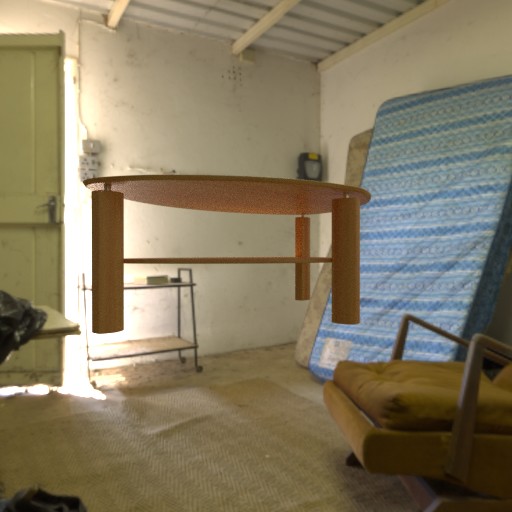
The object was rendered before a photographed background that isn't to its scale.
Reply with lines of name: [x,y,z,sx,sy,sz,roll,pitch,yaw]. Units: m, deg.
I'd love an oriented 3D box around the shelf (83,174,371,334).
shelf: [0.000,0.000,1.674,0.845,0.440,1.246,0,0,36]
